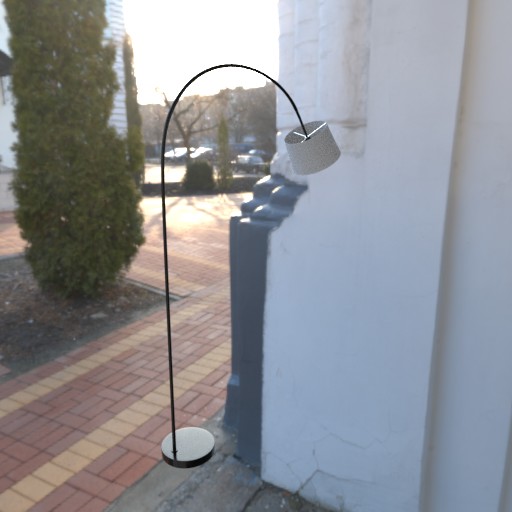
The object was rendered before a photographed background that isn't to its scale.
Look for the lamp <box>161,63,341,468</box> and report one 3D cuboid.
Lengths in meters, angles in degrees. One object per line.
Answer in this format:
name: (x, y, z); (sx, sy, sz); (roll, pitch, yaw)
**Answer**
lamp: (0.000, 0.000, 2.643); (1.363, 2.104, 0.331); (-12, 18, -42)
